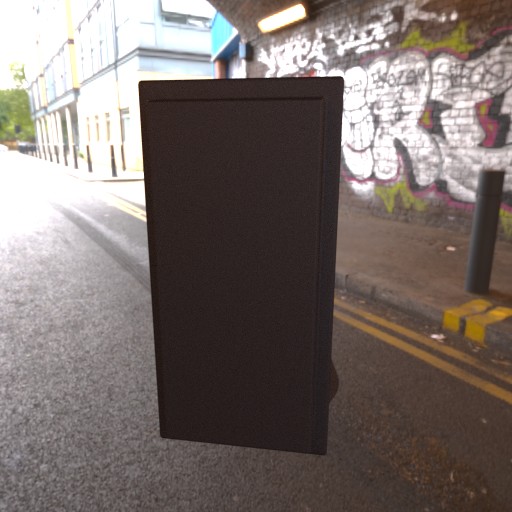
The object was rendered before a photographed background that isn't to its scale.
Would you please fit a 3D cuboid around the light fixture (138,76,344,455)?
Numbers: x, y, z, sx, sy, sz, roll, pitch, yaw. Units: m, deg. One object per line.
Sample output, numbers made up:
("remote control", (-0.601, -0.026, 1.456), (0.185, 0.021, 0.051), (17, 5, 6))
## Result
("light fixture", (0.000, 0.000, 0.425), (0.170, 0.298, 0.207), (2, 15, 9))
